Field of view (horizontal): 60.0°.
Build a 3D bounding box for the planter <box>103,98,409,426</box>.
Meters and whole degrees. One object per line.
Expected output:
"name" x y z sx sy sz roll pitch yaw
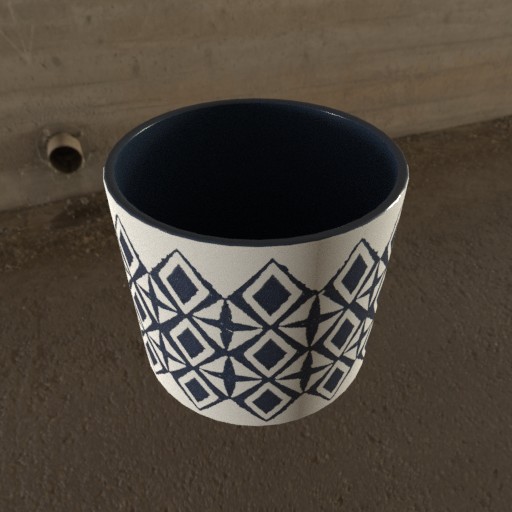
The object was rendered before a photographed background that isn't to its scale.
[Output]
"planter" 0.000 0.000 0.282 0.159 0.144 0.159 0 40 0
